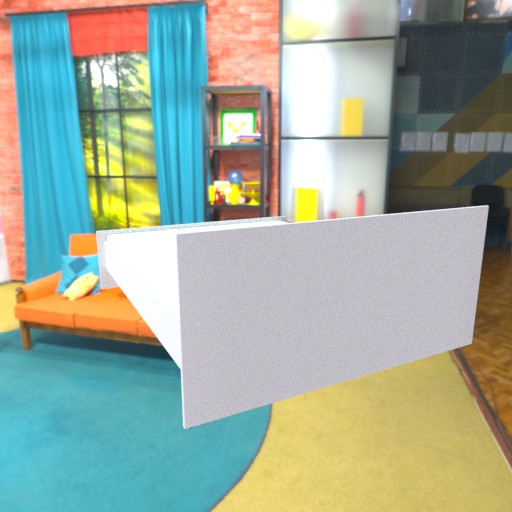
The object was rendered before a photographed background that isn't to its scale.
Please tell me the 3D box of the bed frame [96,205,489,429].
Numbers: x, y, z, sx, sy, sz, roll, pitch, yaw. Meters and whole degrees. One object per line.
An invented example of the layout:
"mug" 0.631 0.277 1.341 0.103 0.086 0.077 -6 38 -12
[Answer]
"bed frame" 0.000 0.000 2.952 1.720 0.800 2.060 -7 15 -27
